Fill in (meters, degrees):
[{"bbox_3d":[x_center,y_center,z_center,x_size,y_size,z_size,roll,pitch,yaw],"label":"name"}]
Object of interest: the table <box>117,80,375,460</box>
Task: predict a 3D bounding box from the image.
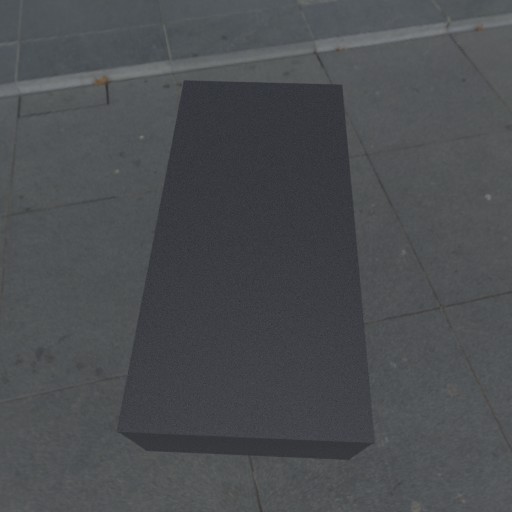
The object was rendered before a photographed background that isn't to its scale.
[{"bbox_3d":[0.000,0.000,1.353,0.550,0.400,1.100,2,59,1],"label":"table"}]
